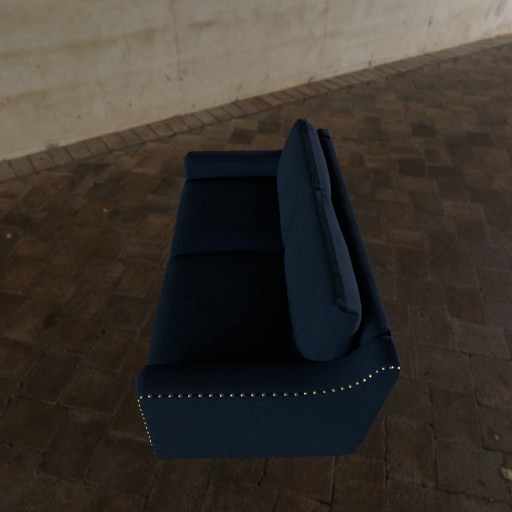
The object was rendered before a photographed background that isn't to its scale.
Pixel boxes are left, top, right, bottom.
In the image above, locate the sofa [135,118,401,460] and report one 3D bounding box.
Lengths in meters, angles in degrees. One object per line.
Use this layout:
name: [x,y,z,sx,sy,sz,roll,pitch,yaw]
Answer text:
sofa: [0.000,0.000,2.709,1.104,0.983,2.107,-1,41,-1]
